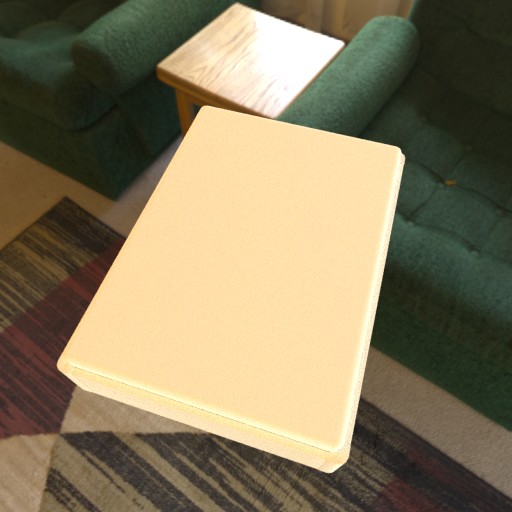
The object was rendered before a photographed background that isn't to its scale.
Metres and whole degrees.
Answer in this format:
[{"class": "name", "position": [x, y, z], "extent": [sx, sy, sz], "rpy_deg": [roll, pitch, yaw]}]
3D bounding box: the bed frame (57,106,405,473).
[{"class": "bed frame", "position": [0.000, 0.000, 2.547], "extent": [1.400, 0.406, 1.900], "rpy_deg": [15, 59, 9]}]
